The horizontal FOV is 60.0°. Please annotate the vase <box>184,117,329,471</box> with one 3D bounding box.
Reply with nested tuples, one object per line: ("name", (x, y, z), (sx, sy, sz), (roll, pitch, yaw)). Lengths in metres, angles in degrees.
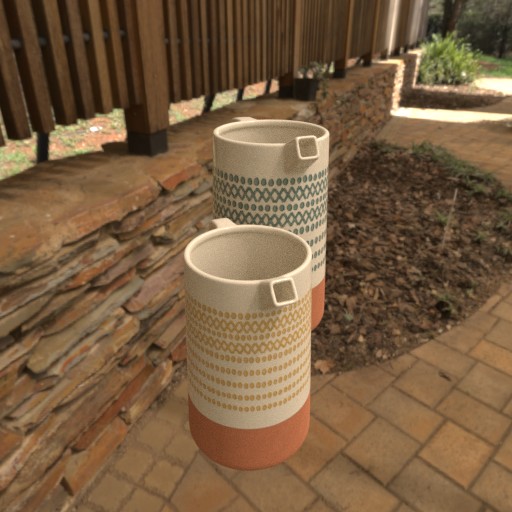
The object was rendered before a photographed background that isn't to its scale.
("vase", (0.000, 0.000, 0.462), (0.168, 0.247, 0.326), (9, 29, 16))
